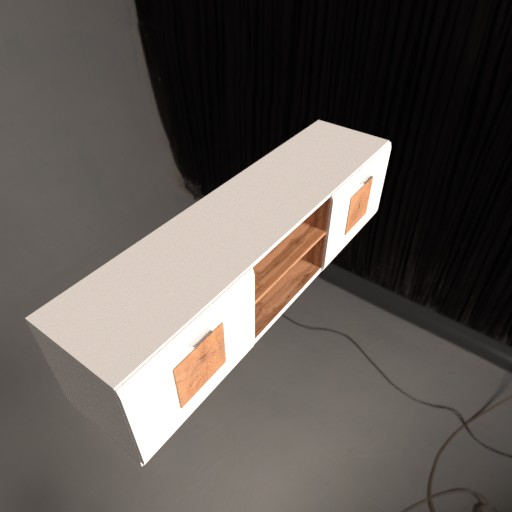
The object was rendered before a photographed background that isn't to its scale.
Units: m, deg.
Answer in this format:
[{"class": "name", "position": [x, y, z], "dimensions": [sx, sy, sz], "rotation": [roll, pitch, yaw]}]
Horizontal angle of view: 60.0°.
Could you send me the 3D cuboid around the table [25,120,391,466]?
[{"class": "table", "position": [0.000, 0.000, 1.715], "dimensions": [0.400, 0.440, 1.550], "rotation": [26, 47, 27]}]
